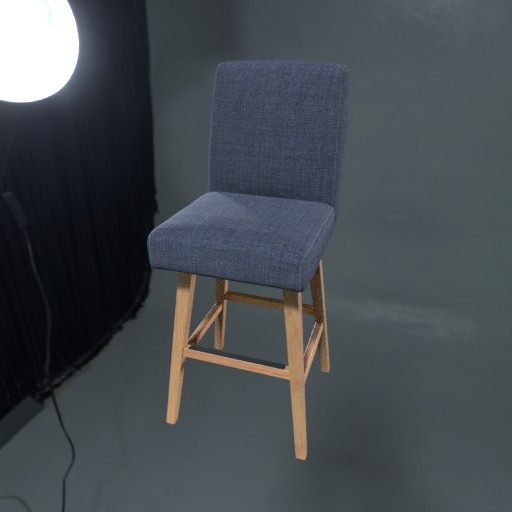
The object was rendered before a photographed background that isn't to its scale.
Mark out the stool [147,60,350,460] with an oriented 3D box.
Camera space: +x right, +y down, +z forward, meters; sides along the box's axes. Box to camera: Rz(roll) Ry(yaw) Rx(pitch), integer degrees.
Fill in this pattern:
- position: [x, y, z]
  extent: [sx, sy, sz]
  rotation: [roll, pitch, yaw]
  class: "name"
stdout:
- position: [0.000, 0.000, 1.403]
  extent: [0.483, 1.112, 0.570]
  rotation: [8, 28, 16]
  class: "stool"
